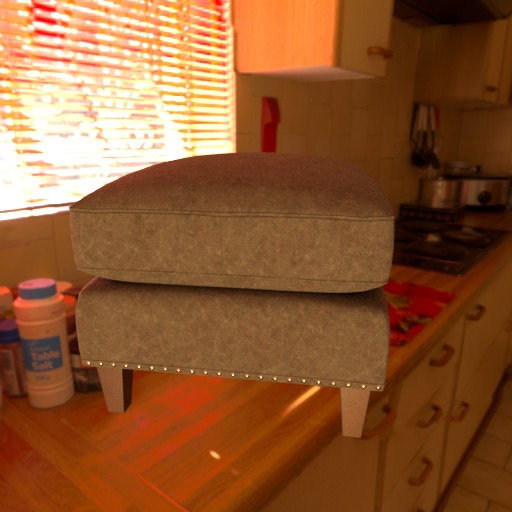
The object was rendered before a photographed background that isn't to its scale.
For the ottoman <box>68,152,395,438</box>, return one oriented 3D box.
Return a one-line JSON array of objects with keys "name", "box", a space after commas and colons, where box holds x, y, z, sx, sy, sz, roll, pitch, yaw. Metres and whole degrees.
[{"name": "ottoman", "box": [0.000, 0.000, 1.131, 0.584, 0.513, 0.741, 2, 15, 9]}]
